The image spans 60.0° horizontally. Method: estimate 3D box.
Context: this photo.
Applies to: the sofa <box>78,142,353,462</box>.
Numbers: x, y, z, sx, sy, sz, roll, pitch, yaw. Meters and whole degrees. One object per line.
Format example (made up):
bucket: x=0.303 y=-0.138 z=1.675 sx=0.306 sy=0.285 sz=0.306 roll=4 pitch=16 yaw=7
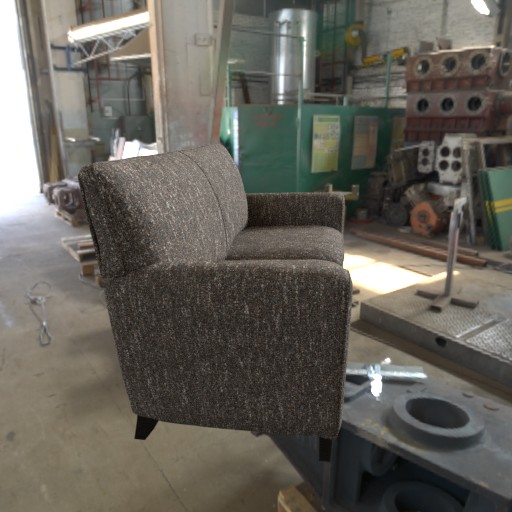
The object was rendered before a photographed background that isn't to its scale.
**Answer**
sofa: x=0.000 y=0.000 z=2.009 sx=0.801 sy=0.946 sz=1.519 roll=3 pitch=17 yaw=9
